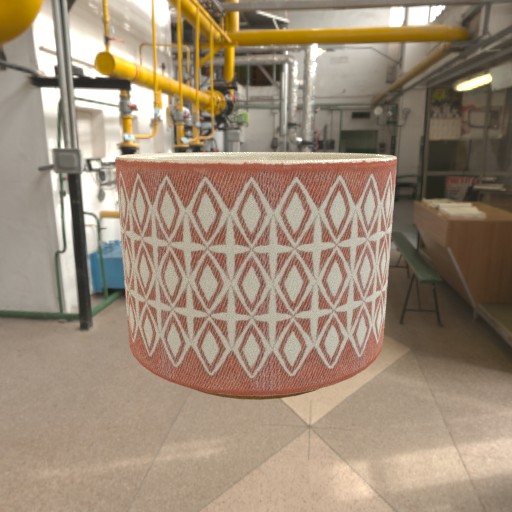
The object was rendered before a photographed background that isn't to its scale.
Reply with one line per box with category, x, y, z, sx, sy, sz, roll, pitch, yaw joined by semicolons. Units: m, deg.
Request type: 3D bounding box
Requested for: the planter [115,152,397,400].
planter;0.000;0.000;0.333;0.192;0.148;0.192;0;14;0
